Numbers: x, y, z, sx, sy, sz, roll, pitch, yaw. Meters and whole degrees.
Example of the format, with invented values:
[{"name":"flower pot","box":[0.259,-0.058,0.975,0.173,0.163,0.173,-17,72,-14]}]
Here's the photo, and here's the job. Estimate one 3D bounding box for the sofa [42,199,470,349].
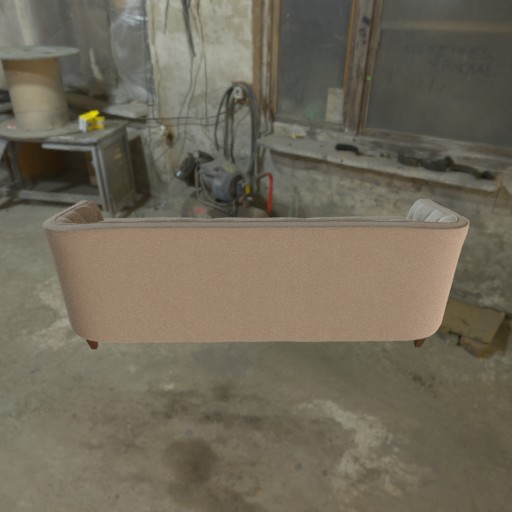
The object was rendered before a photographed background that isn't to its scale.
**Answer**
[{"name":"sofa","box":[0.000,0.000,2.763,2.278,0.855,0.941,0,30,0]}]
